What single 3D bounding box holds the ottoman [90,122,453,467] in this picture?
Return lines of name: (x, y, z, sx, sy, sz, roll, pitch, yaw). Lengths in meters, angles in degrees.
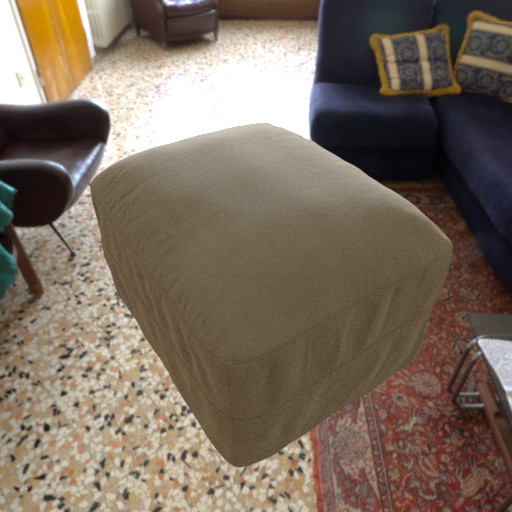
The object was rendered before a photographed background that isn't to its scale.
ottoman: (0.000, 0.000, 1.072, 0.584, 0.480, 0.712, -24, 47, -25)
